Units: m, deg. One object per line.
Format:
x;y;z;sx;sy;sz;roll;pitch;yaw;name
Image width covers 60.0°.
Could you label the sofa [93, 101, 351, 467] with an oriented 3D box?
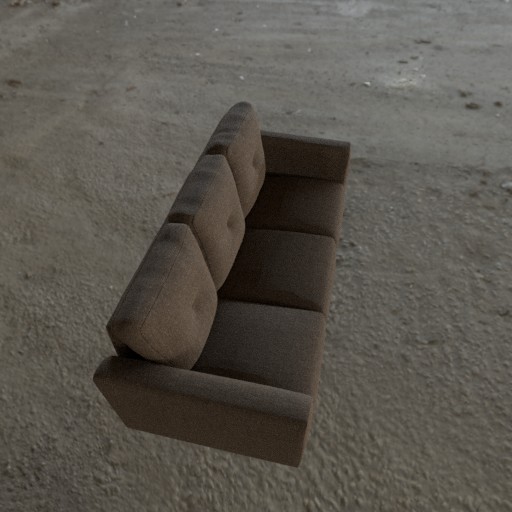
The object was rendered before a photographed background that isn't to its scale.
0.000;0.000;2.326;0.837;0.891;1.847;9;47;9;sofa
